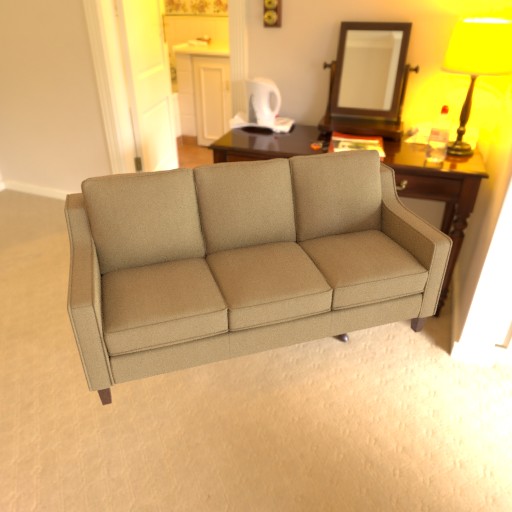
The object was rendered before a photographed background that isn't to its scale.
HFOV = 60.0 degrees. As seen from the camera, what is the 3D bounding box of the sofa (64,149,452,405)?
[{"bbox_3d":[0.000,0.000,2.596,1.986,0.974,0.911,-9,32,-15],"label":"sofa"}]
